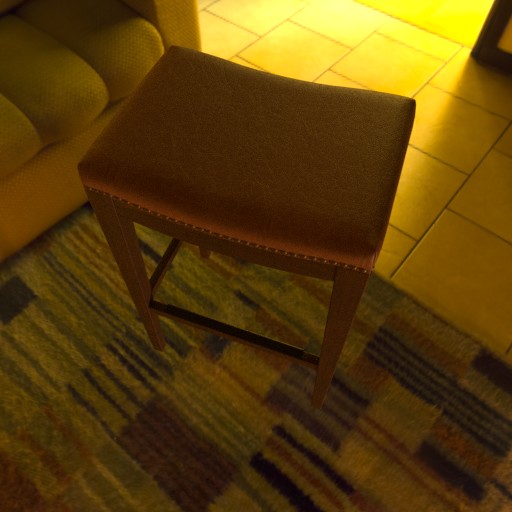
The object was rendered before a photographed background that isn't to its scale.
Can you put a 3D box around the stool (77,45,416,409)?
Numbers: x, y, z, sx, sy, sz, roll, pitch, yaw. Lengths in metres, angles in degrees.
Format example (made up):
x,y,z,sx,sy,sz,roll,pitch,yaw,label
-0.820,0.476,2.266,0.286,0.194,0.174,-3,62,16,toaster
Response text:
x,y,z,sx,sy,sz,roll,pitch,yaw,label
0.000,0.000,1.016,0.500,0.759,0.361,17,59,10,stool
